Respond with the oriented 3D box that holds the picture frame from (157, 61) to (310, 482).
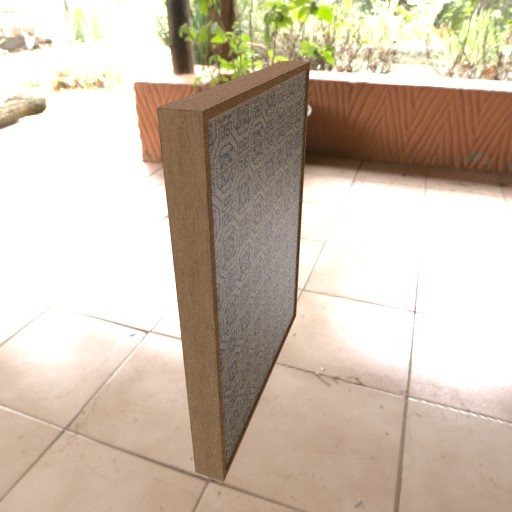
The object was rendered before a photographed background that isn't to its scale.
[{"bbox_3d":[0.000,0.000,0.699,0.046,0.526,0.421,10,31,16],"label":"picture frame"}]
